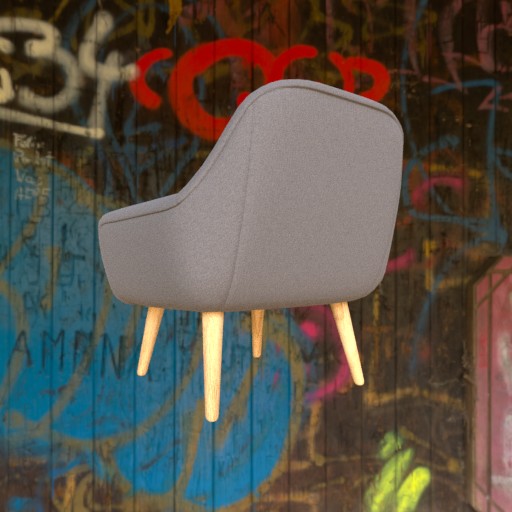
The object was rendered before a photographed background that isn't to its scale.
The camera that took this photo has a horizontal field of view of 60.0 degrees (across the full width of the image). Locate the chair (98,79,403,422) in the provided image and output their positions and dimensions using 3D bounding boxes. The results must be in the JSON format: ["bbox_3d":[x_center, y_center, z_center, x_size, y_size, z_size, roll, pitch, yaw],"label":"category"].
[{"bbox_3d":[0.000,0.000,1.374,0.770,0.800,0.779,0,-1,-36],"label":"chair"}]
